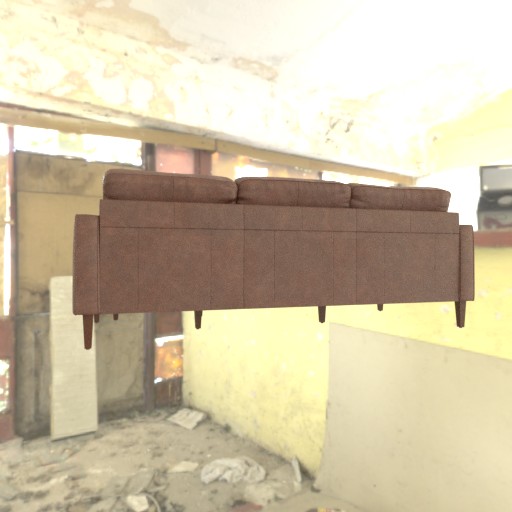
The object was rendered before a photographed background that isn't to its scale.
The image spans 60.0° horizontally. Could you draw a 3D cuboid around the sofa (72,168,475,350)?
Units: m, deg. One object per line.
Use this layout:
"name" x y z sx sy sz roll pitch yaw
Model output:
"sofa" 0.000 0.000 3.003 2.185 0.841 1.613 0 0 -17
